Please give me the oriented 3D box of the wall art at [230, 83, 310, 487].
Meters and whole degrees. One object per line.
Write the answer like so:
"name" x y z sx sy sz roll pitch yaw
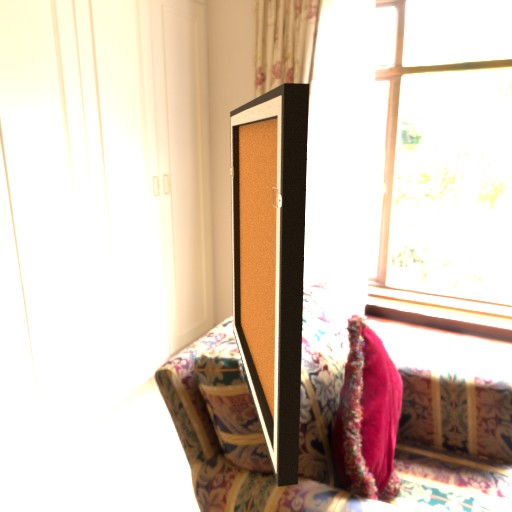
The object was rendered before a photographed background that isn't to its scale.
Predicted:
"wall art" 0.000 0.000 1.155 0.044 0.758 0.758 -2 15 -9
